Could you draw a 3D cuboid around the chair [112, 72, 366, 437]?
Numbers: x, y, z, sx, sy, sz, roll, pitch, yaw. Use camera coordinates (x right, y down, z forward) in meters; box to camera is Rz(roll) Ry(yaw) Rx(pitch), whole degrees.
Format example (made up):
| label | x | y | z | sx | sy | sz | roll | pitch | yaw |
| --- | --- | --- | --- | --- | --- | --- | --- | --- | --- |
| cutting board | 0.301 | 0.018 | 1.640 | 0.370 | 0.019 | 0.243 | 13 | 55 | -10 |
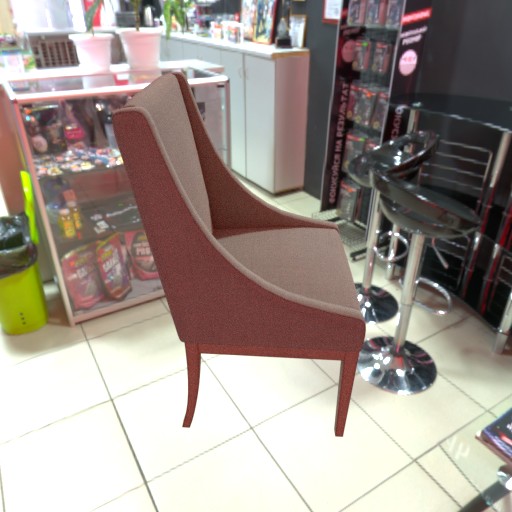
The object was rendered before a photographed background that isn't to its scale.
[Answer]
| label | x | y | z | sx | sy | sz | roll | pitch | yaw |
| --- | --- | --- | --- | --- | --- | --- | --- | --- | --- |
| chair | 0.000 | 0.000 | 1.407 | 0.611 | 1.021 | 0.575 | 1 | 31 | 1 |
